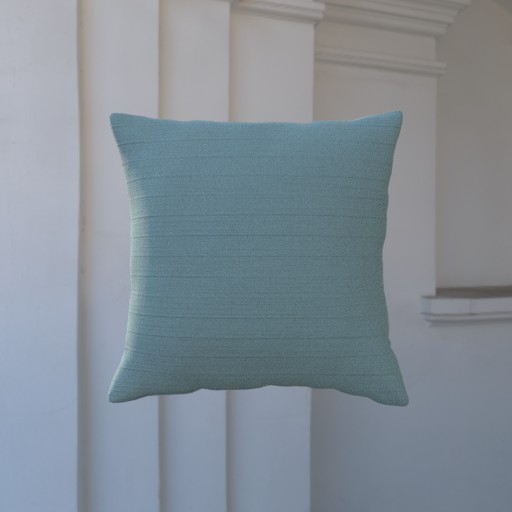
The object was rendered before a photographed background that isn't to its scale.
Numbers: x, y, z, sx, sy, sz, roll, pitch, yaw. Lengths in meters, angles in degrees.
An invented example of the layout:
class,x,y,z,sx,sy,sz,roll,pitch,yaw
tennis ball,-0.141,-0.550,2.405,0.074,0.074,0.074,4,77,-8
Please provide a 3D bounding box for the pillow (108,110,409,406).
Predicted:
class,x,y,z,sx,sy,sz,roll,pitch,yaw
pillow,0.000,0.000,0.700,0.470,0.464,0.175,0,0,1
